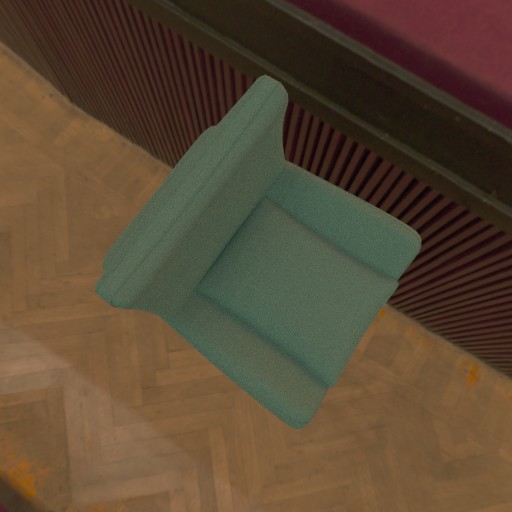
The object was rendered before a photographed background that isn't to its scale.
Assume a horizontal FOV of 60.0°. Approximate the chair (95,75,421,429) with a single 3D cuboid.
[{"bbox_3d":[0.000,0.000,1.671,1.008,0.855,0.859,34,79,7],"label":"chair"}]
